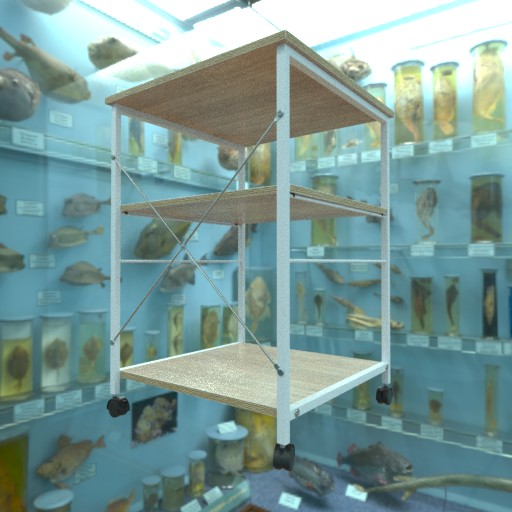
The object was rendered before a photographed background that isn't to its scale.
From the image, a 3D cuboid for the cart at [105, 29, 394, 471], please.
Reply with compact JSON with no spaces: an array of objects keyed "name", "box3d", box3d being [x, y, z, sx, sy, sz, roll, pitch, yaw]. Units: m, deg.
[{"name":"cart","box3d":[0.000,0.000,1.112,0.521,0.762,0.520,-1,-1,37]}]
